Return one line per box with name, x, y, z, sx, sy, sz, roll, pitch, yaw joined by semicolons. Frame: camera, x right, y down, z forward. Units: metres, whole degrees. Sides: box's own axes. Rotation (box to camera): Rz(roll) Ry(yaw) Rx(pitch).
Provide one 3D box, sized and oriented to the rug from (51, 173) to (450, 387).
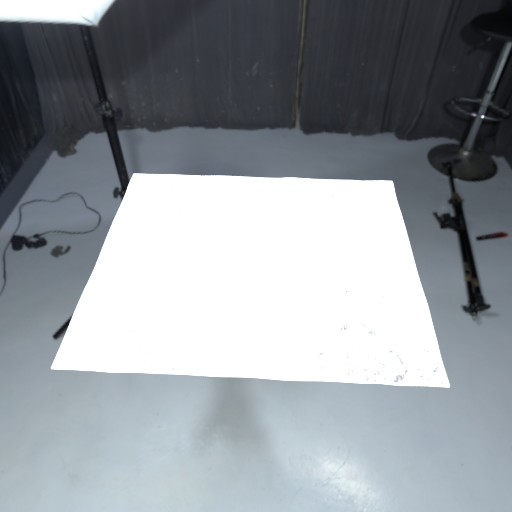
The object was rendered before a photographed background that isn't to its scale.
rug;0.000;0.000;0.898;0.639;0.006;0.548;2;45;2
